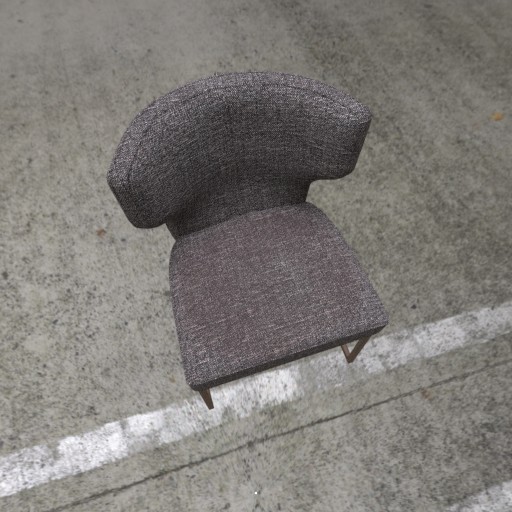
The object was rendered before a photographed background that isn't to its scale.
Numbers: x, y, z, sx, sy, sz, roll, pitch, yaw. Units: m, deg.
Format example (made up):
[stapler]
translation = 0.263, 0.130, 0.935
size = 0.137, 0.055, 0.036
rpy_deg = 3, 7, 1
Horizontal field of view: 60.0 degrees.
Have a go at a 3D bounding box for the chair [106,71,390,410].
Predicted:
[chair]
translation = 0.000, 0.000, 1.274
size = 0.611, 0.824, 0.617
rpy_deg = -16, 63, -8
